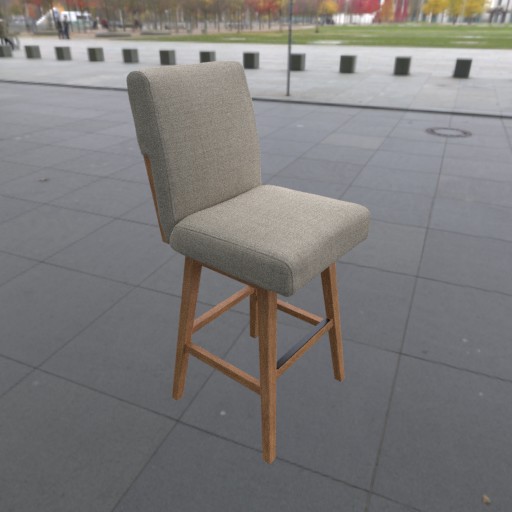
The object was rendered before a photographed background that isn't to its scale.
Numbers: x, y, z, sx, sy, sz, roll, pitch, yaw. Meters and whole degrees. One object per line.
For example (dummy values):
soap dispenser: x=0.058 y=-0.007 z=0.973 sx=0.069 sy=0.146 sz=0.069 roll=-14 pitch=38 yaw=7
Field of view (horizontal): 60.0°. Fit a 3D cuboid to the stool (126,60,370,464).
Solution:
stool: x=0.000 y=0.000 z=1.417 sx=0.569 sy=1.106 sz=0.483 roll=20 pitch=34 yaw=33
